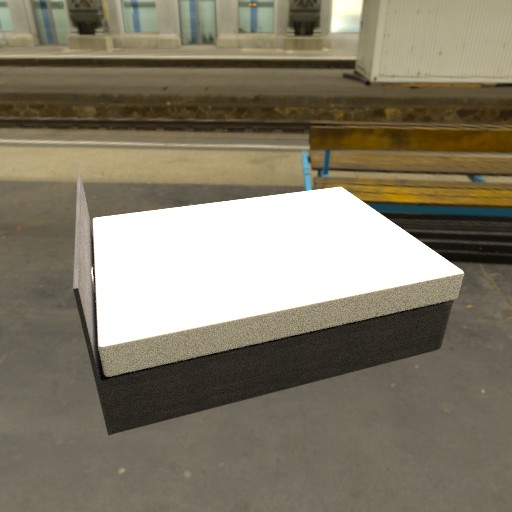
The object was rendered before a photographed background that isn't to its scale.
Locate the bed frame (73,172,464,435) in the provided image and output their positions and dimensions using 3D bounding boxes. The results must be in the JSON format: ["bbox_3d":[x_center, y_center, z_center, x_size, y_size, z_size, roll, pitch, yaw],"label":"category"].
[{"bbox_3d":[0.000,0.000,2.675,1.900,0.800,1.400,-9,30,-16],"label":"bed frame"}]
